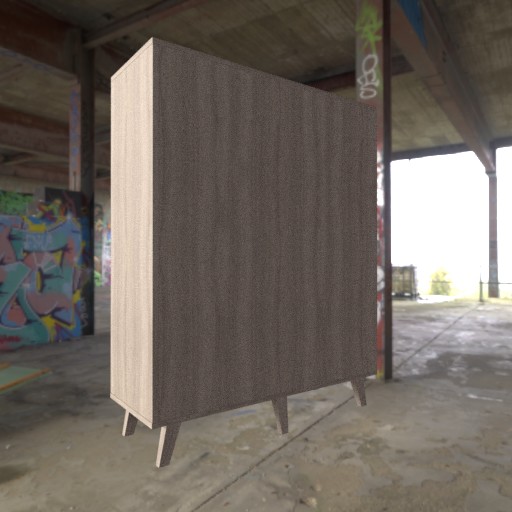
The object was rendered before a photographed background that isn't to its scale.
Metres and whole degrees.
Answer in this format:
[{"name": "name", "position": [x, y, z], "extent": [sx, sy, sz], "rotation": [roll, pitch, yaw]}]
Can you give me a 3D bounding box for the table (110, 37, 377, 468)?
[{"name": "table", "position": [0.000, 0.000, 1.892], "extent": [1.111, 1.388, 0.398], "rotation": [0, 0, -37]}]
